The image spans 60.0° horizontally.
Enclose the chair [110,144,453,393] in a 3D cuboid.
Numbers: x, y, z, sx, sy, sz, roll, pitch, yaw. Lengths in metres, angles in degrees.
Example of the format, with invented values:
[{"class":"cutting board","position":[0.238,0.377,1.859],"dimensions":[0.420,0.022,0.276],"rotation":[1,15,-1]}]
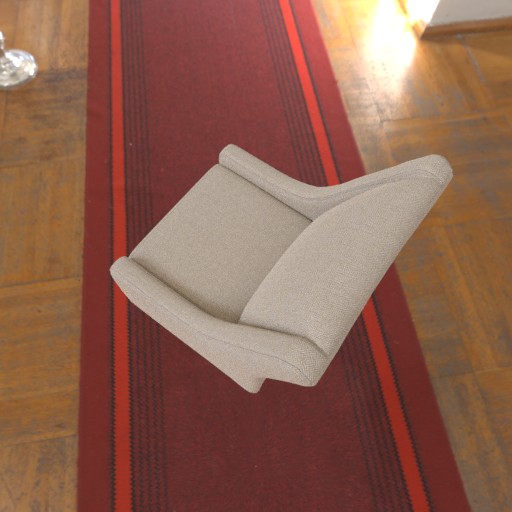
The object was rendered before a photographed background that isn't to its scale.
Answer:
[{"class":"chair","position":[0.000,0.000,1.669],"dimensions":[0.870,1.014,0.774],"rotation":[34,69,15]}]
